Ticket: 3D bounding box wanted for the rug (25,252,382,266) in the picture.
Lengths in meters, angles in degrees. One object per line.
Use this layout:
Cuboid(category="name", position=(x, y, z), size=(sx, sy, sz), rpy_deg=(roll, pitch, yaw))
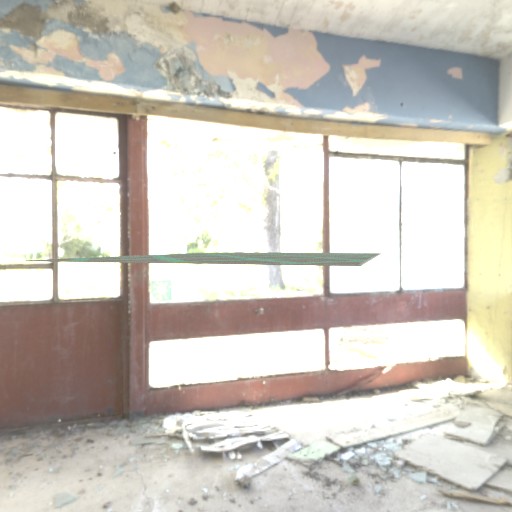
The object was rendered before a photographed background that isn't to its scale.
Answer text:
Cuboid(category="rug", position=(0.000, 0.000, 2.916), size=(1.524, 0.006, 2.286), rpy_deg=(0, 2, 18))
